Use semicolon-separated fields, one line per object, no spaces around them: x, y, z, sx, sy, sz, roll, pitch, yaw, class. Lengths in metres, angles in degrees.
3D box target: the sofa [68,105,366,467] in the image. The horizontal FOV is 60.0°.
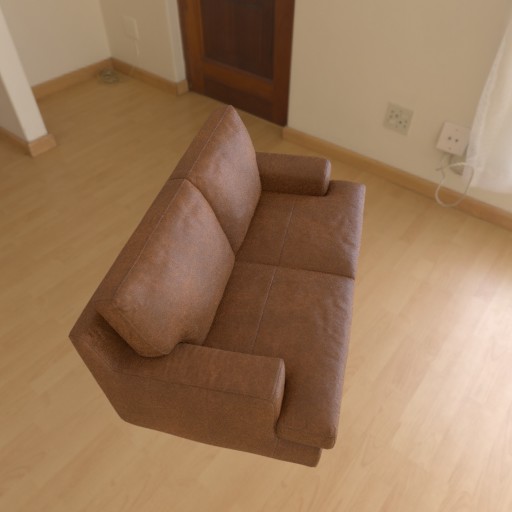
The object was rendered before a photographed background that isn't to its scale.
0.000;0.000;2.499;1.144;0.966;1.880;10;46;10;sofa
